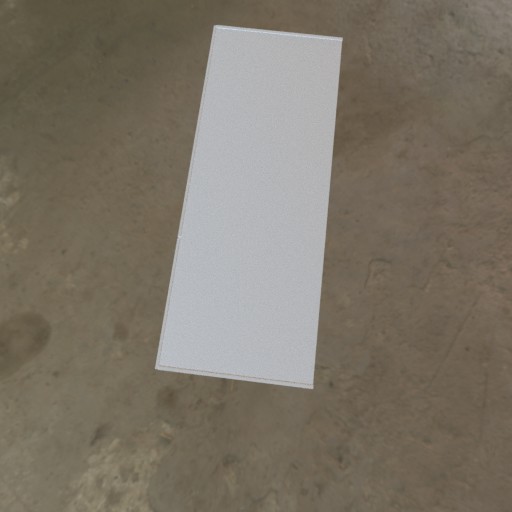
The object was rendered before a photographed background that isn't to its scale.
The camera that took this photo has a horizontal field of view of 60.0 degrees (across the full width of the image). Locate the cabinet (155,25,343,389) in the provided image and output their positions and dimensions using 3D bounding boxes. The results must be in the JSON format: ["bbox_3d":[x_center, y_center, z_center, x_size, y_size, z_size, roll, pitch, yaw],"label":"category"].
[{"bbox_3d":[0.000,0.000,2.457,0.510,1.910,1.290,7,76,2],"label":"cabinet"}]
